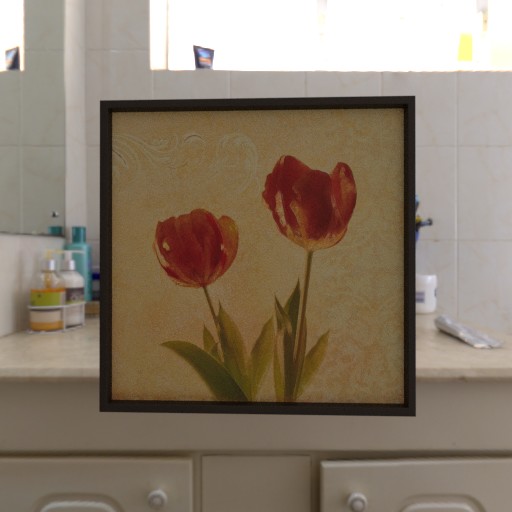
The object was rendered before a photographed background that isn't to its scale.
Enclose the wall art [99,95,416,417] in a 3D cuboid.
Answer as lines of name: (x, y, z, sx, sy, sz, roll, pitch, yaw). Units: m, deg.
wall art: (0.000, 0.000, 0.508, 0.349, 0.349, 0.038, 0, 0, 2)
